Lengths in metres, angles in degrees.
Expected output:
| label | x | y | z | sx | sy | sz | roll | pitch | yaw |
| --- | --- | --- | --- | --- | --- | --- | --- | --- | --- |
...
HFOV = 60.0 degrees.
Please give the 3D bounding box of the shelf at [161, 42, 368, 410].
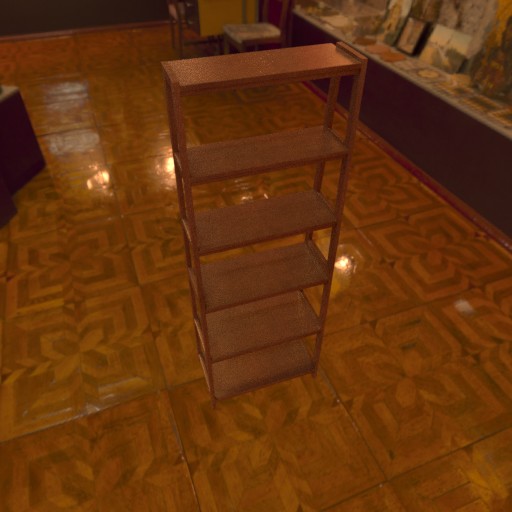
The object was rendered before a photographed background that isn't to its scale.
| label | x | y | z | sx | sy | sz | roll | pitch | yaw |
| --- | --- | --- | --- | --- | --- | --- | --- | --- | --- |
| shelf | 0.000 | 0.000 | 2.157 | 0.660 | 1.892 | 0.382 | -13 | 43 | -14 |
